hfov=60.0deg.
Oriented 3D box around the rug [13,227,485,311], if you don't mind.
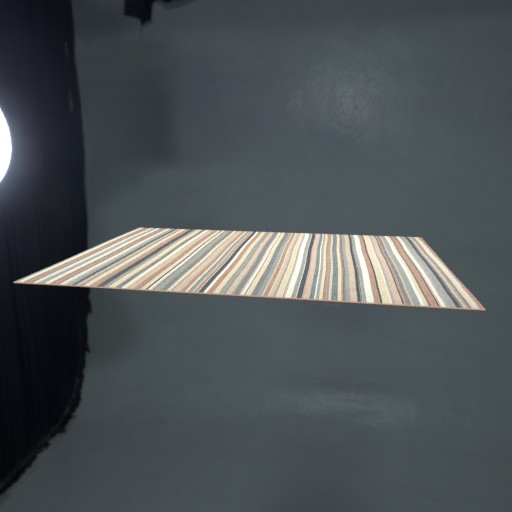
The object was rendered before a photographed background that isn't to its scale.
[{"bbox_3d":[0.000,0.000,2.264,1.829,0.008,1.219,2,15,10],"label":"rug"}]
